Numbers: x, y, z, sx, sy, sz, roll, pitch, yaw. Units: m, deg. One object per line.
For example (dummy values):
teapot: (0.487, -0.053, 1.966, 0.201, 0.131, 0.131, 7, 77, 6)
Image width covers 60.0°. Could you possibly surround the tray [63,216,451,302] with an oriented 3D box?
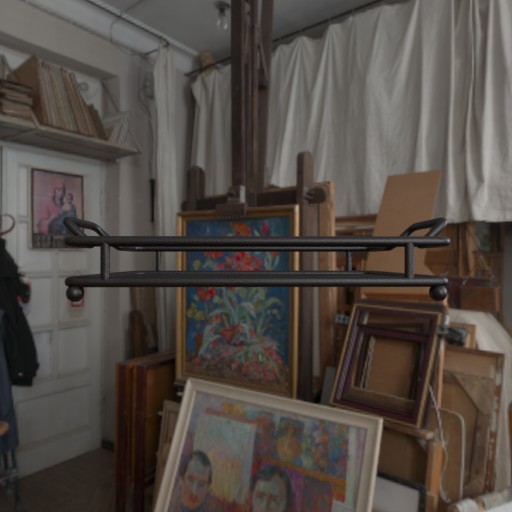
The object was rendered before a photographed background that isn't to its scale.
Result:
tray: (0.000, 0.000, 0.620, 0.495, 0.101, 0.297, 0, -1, -1)
